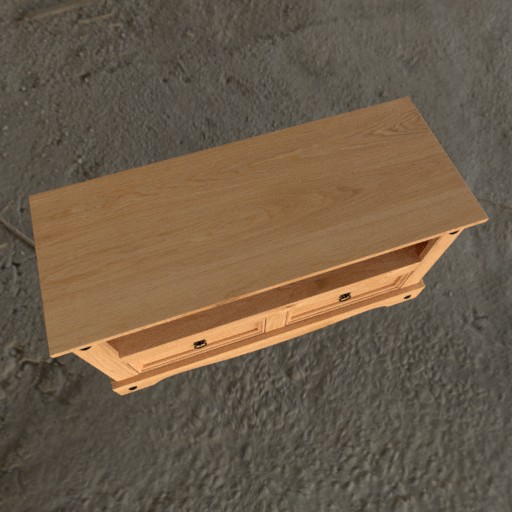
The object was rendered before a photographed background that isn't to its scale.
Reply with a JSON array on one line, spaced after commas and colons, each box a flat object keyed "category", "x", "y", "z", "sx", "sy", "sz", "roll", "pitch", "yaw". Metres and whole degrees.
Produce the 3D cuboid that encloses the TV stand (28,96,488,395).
[{"category": "TV stand", "x": 0.000, "y": 0.000, "z": 1.362, "sx": 1.080, "sy": 0.550, "sz": 0.440, "roll": -17, "pitch": 65, "yaw": -8}]
